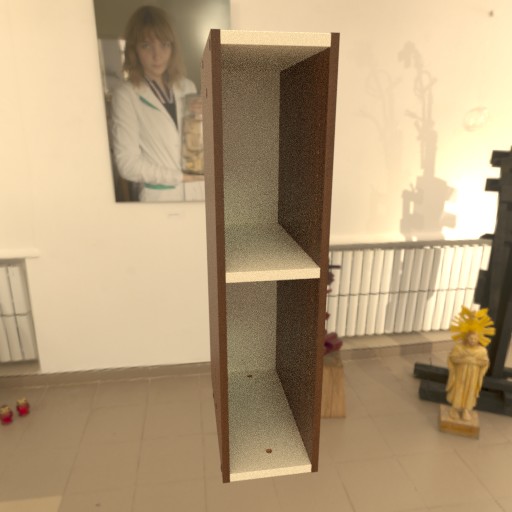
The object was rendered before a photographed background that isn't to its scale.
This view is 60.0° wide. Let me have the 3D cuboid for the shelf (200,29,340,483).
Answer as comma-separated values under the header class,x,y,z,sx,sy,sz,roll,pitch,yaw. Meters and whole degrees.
class,x,y,z,sx,sy,sz,roll,pitch,yaw
shelf,0.000,0.000,0.707,0.147,0.600,0.290,-3,17,-9
